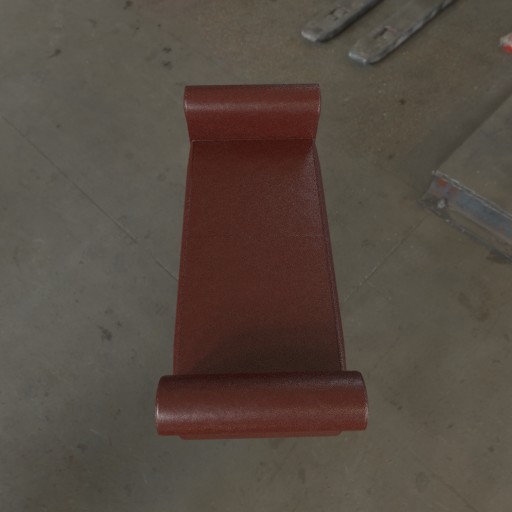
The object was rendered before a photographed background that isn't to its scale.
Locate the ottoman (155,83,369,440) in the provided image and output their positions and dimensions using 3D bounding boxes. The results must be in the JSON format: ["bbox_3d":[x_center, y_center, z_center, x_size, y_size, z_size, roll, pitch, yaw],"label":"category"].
[{"bbox_3d":[0.000,0.000,1.574,0.521,0.547,1.256,-1,58,-1],"label":"ottoman"}]
